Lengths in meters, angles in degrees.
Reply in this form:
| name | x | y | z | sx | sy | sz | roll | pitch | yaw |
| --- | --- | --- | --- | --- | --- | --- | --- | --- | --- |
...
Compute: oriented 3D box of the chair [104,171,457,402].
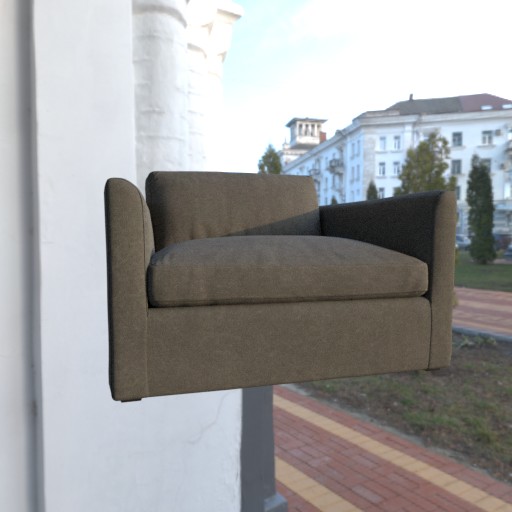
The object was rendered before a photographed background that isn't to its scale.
| name | x | y | z | sx | sy | sz | roll | pitch | yaw |
| --- | --- | --- | --- | --- | --- | --- | --- | --- | --- |
| chair | 0.000 | 0.000 | 1.909 | 1.190 | 0.845 | 1.091 | -1 | 3 | -17 |
